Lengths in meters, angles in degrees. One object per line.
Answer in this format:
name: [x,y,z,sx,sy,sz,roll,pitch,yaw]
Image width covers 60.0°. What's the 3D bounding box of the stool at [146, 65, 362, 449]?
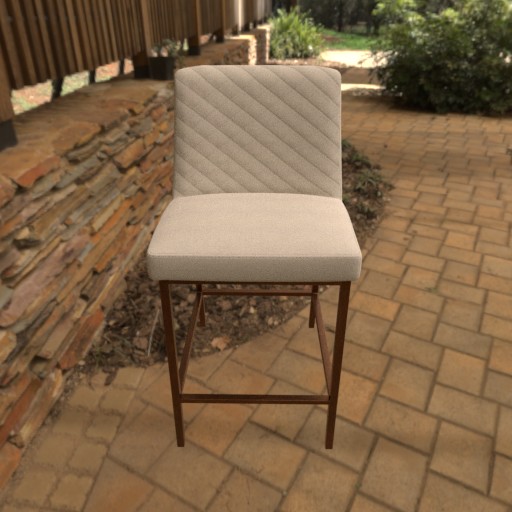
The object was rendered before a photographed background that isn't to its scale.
stool: [0.000,0.000,1.293,0.507,0.973,0.576,0,30,1]
